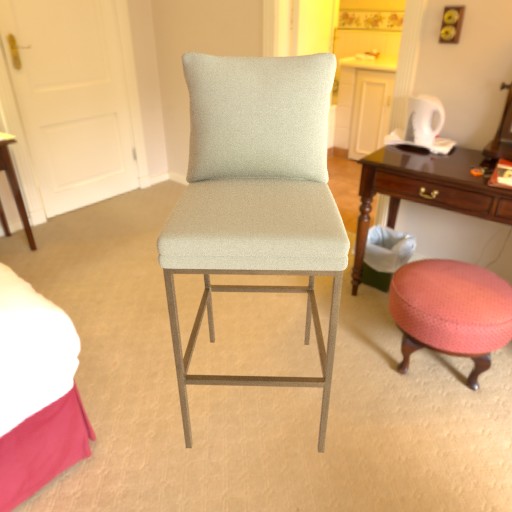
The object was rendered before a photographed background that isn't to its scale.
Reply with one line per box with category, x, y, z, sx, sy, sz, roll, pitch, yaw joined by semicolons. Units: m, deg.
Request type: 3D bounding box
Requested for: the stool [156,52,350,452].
stool;0.000;0.000;1.378;0.463;1.125;0.572;1;30;2
